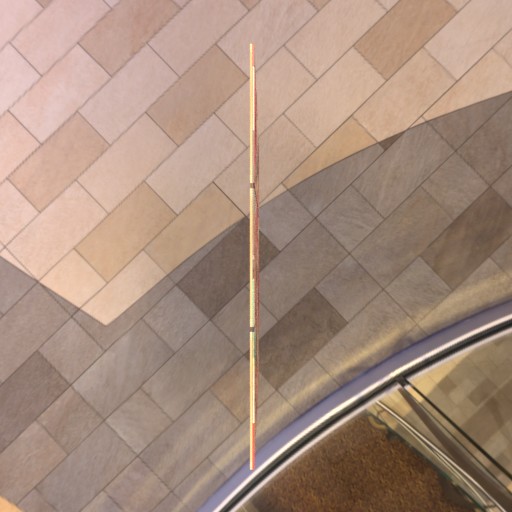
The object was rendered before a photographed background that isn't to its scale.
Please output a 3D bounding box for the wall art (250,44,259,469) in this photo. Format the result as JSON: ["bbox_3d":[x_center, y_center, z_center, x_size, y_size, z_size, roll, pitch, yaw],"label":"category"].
[{"bbox_3d":[0.000,0.000,1.875,0.013,1.220,1.216,0,90,1],"label":"wall art"}]
